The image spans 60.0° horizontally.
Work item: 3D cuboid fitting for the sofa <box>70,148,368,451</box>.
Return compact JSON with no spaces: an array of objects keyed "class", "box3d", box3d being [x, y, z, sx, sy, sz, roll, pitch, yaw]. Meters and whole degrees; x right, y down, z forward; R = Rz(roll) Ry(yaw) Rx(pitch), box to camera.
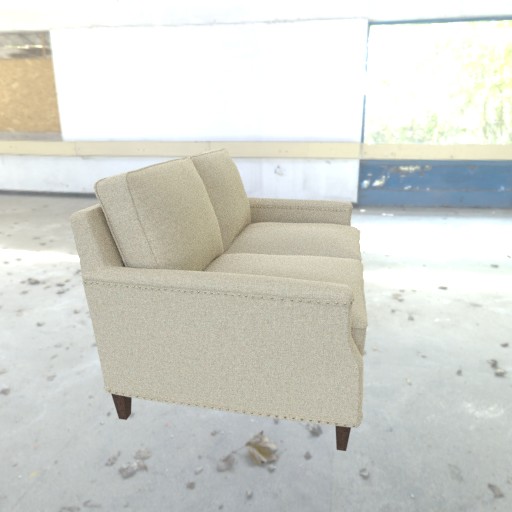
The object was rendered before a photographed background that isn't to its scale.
[{"class":"sofa","box3d":[0.000,0.000,2.279,1.084,1.003,1.597,4,18,11]}]
